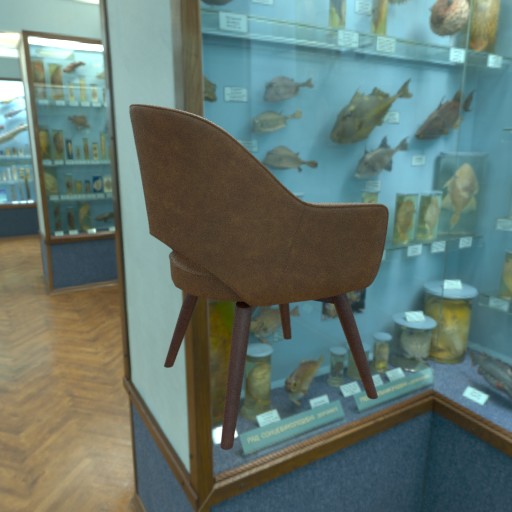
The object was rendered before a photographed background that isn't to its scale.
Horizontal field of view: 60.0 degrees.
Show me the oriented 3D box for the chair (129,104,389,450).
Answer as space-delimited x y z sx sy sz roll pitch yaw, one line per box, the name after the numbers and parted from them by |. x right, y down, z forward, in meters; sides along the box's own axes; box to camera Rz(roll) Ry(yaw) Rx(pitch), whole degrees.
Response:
0.000 0.000 1.236 0.640 0.777 0.591 -7 16 -27 | chair
